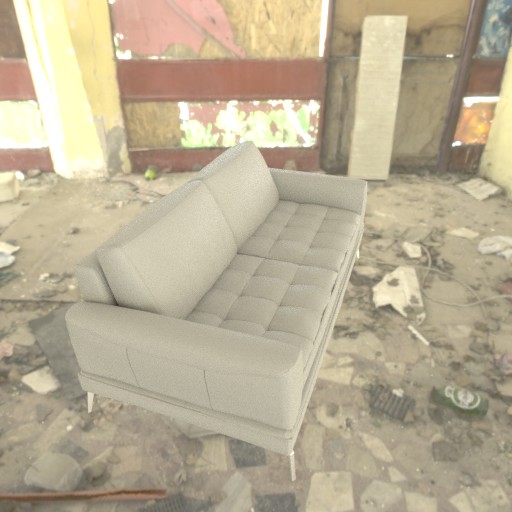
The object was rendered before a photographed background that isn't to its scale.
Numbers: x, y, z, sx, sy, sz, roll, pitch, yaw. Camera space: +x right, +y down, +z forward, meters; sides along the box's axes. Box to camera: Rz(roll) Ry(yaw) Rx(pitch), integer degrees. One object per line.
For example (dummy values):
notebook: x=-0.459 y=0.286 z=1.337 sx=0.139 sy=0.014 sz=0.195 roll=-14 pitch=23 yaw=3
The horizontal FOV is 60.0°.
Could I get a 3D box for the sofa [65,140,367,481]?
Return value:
sofa: x=0.000 y=0.000 z=2.734 sx=1.121 sy=0.930 sz=2.177 roll=10 pitch=32 yaw=17
